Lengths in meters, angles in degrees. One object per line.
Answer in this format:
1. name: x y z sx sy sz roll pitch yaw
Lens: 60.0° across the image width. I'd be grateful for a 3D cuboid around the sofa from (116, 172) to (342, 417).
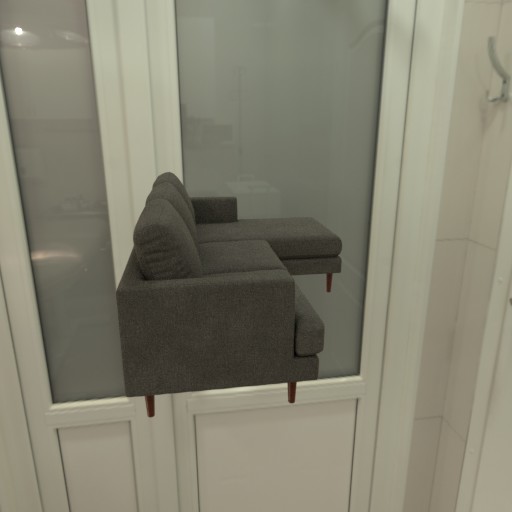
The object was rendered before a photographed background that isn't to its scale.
1. sofa: 0.000 0.000 2.999 1.504 0.956 2.233 -3 17 -9
